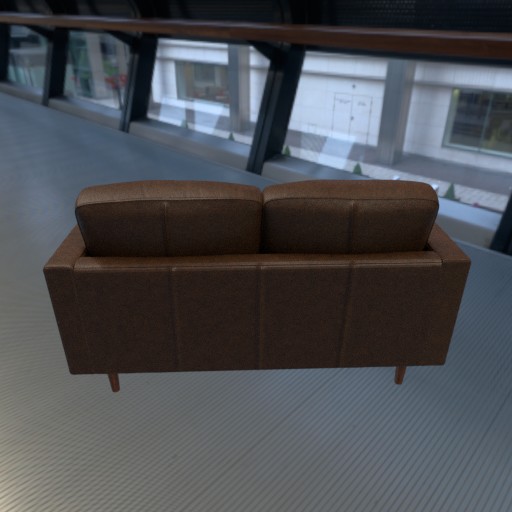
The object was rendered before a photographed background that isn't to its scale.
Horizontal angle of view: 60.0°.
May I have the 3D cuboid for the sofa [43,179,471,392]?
[{"bbox_3d":[0.000,0.000,2.117,1.578,0.951,0.909,-1,28,-2],"label":"sofa"}]
